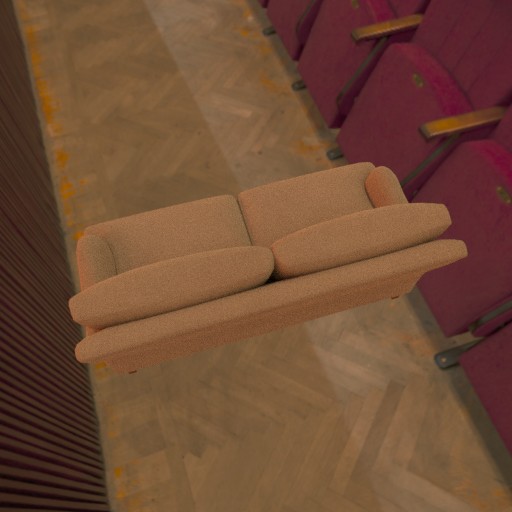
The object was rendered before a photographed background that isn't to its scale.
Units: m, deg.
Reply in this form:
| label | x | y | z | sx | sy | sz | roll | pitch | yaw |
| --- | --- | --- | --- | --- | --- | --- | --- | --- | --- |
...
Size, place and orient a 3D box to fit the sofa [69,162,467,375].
| label | x | y | z | sx | sy | sz | roll | pitch | yaw |
| --- | --- | --- | --- | --- | --- | --- | --- | --- | --- |
| sofa | 0.000 | 0.000 | 2.750 | 2.070 | 0.997 | 1.091 | -14 | 60 | -9 |
